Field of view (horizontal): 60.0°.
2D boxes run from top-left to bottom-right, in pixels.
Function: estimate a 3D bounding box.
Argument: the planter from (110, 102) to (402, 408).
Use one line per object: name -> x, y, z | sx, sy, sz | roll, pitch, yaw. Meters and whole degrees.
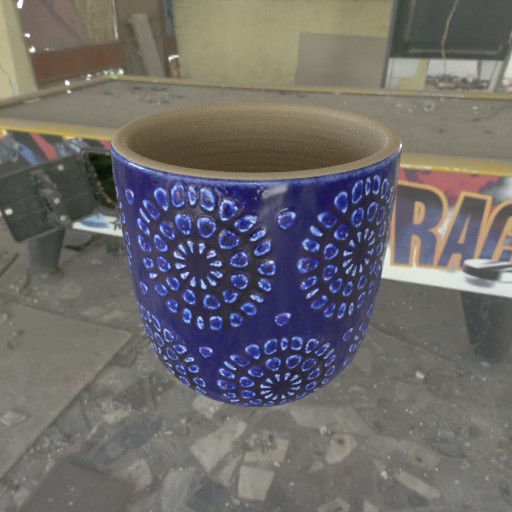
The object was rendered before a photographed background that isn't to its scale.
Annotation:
planter -> 0.000, 0.000, 0.197 | 0.109, 0.112, 0.109 | 0, 30, 0
